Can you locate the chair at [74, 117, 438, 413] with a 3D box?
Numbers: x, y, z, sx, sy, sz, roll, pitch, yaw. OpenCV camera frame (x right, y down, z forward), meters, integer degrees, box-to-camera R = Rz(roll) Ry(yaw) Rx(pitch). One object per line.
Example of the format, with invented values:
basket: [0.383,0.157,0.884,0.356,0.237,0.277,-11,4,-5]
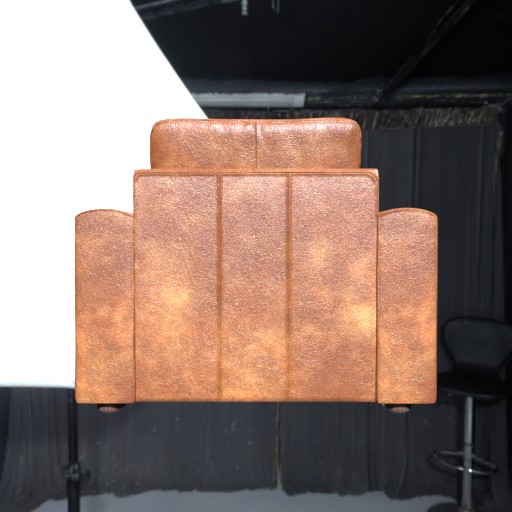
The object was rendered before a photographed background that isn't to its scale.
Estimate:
chair: [0.000,0.000,1.714,1.005,0.873,1.016,0,1,0]
